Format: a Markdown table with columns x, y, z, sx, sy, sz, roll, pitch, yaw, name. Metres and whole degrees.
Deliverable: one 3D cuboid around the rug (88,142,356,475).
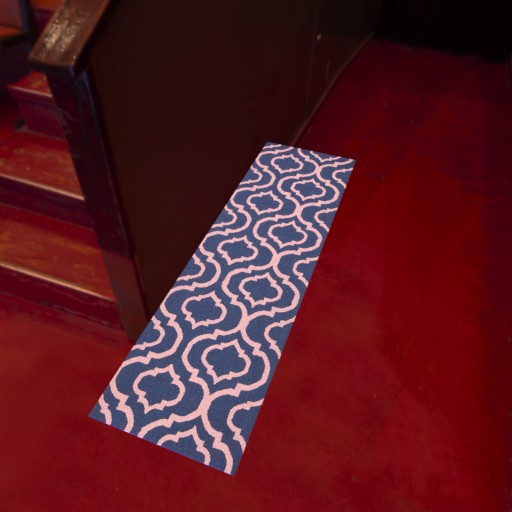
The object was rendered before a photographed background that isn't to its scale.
| x | y | z | sx | sy | sz | roll | pitch | yaw | name |
| --- | --- | --- | --- | --- | --- | --- | --- | --- | --- |
| 0.000 | 0.000 | 2.575 | 0.685 | 0.006 | 2.296 | 15 | 49 | 14 | rug |
